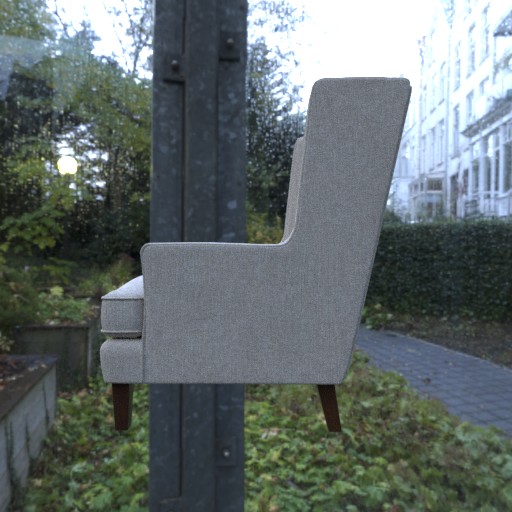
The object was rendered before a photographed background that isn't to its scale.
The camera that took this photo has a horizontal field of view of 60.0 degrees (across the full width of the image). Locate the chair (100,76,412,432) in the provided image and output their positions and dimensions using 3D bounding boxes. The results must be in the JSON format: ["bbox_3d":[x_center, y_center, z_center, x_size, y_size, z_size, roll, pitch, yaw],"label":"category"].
[{"bbox_3d":[0.000,0.000,1.704,0.948,1.082,0.764,0,0,1],"label":"chair"}]
